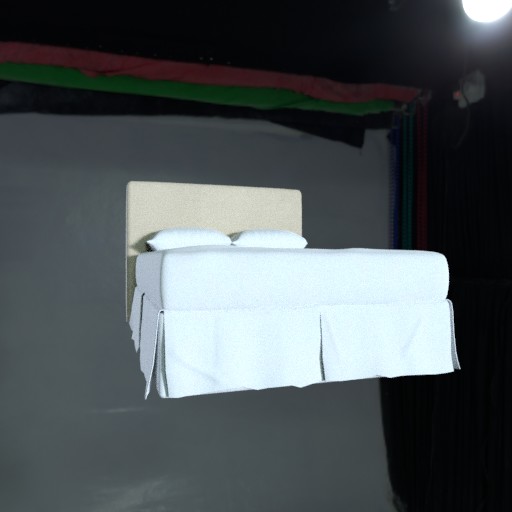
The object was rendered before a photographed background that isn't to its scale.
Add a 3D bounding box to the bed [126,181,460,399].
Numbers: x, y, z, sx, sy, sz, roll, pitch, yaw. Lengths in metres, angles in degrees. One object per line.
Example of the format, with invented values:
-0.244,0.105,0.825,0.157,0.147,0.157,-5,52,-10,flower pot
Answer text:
0.000,0.000,3.178,1.723,1.330,2.142,0,0,-18,bed
